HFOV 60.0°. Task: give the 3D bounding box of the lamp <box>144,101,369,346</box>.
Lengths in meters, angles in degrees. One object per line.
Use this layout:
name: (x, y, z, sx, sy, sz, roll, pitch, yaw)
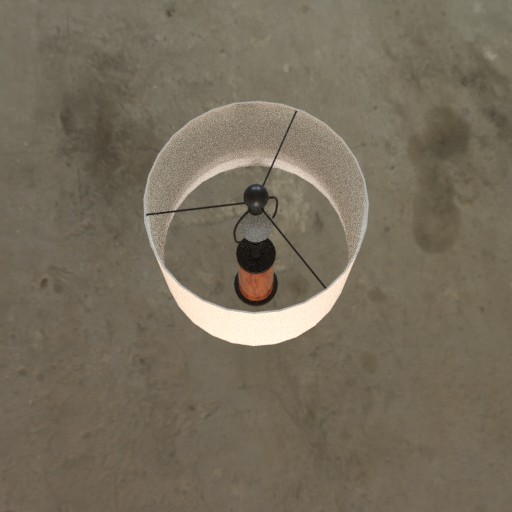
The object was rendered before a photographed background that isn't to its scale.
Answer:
lamp: (0.000, 0.000, 0.867, 0.349, 0.667, 0.349, 0, 76, 0)
